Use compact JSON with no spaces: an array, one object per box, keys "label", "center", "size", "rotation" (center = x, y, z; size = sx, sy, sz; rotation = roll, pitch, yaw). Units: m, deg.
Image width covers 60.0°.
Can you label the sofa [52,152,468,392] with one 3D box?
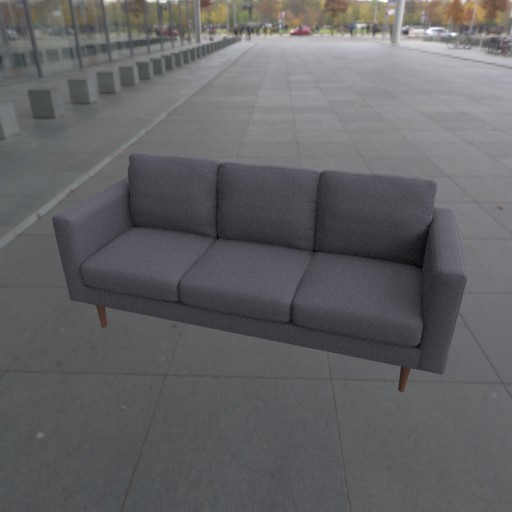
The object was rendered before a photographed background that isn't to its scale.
[{"label":"sofa","center":[0.000,0.000,2.465],"size":[2.029,0.912,0.802],"rotation":[8,29,16]}]
